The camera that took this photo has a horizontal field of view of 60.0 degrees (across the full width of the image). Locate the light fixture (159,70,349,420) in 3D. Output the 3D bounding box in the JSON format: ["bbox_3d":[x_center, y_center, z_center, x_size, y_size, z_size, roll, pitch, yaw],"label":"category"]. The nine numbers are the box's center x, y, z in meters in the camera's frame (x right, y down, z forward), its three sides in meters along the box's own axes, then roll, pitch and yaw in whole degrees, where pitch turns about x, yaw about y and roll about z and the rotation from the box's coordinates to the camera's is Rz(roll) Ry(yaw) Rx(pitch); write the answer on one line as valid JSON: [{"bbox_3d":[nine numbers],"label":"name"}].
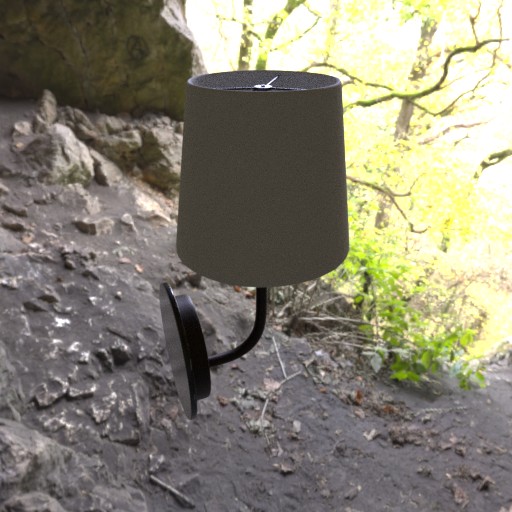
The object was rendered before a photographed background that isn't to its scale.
[{"bbox_3d":[0.000,0.000,0.452,0.188,0.337,0.168,-11,31,-19],"label":"light fixture"}]
